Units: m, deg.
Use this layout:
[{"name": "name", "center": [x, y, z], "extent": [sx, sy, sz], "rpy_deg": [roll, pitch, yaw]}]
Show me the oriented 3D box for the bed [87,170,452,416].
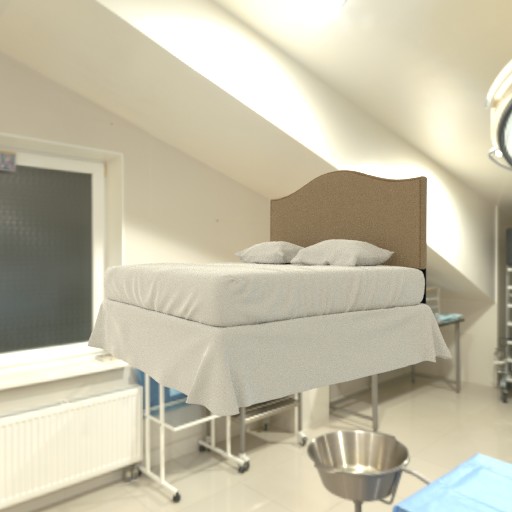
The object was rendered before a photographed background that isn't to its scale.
[{"name": "bed", "center": [0.000, 0.000, 3.754], "extent": [2.222, 1.651, 2.311], "rpy_deg": [0, 1, -36]}]
